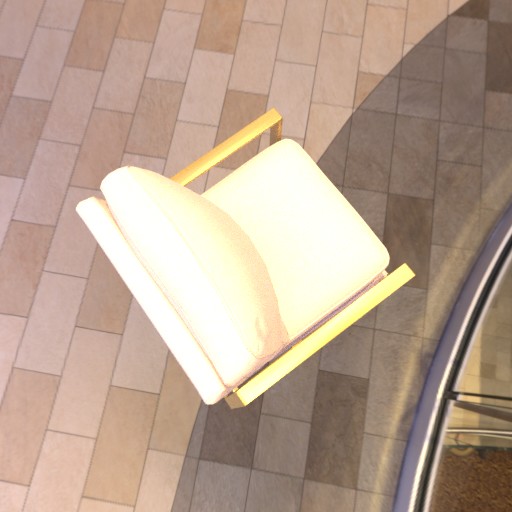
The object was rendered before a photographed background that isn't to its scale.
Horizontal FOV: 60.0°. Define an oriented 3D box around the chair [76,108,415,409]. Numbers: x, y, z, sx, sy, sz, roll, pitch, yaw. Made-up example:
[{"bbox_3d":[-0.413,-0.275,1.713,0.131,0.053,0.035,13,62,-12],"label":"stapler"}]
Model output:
[{"bbox_3d":[0.000,0.000,1.551,0.813,0.956,0.758,-35,78,-9],"label":"chair"}]
